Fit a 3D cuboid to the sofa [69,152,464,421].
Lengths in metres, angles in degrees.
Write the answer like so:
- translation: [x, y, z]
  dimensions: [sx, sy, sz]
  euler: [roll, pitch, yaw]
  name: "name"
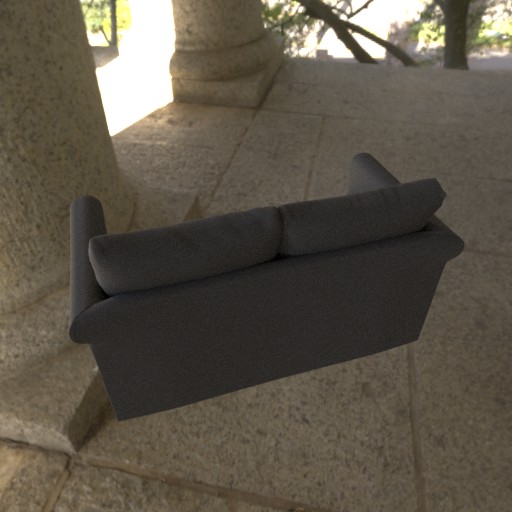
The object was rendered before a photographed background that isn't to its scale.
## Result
- translation: [0.000, 0.000, 1.925]
  dimensions: [1.460, 0.872, 0.741]
  euler: [-12, 42, -13]
  name: "sofa"
